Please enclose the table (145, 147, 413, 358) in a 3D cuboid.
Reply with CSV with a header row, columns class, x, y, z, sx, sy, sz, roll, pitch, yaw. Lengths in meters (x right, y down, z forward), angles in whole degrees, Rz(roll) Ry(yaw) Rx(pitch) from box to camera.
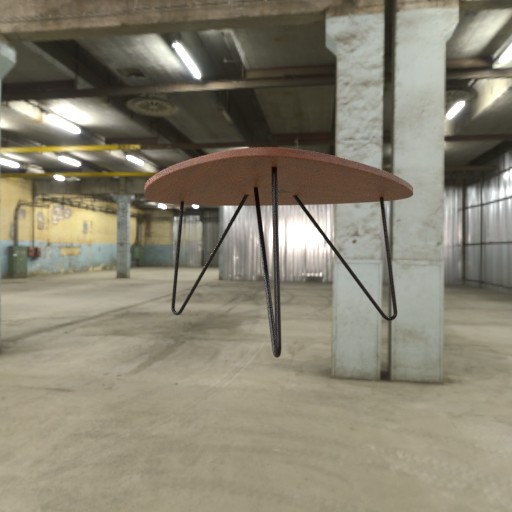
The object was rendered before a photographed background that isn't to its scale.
class,x,y,z,sx,sy,sz,roll,pitch,yaw
table,0.000,0.000,1.334,0.821,0.413,0.833,0,0,37
